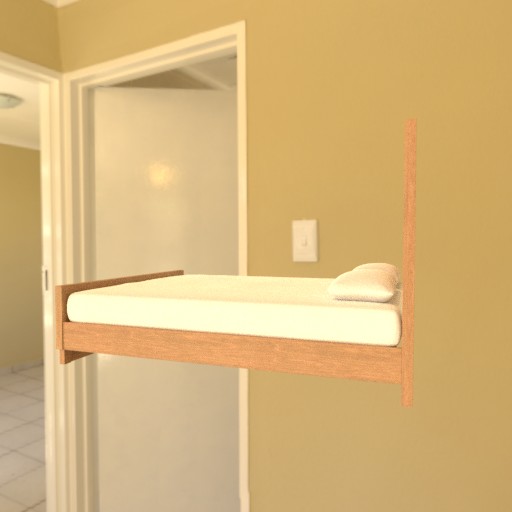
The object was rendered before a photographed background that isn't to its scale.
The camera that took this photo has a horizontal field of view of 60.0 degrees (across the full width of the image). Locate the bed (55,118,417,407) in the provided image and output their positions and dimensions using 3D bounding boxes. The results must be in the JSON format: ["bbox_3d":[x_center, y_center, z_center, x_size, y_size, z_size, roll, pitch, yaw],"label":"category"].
[{"bbox_3d":[0.000,0.000,3.246,2.184,1.387,1.606,1,2,20],"label":"bed"}]
